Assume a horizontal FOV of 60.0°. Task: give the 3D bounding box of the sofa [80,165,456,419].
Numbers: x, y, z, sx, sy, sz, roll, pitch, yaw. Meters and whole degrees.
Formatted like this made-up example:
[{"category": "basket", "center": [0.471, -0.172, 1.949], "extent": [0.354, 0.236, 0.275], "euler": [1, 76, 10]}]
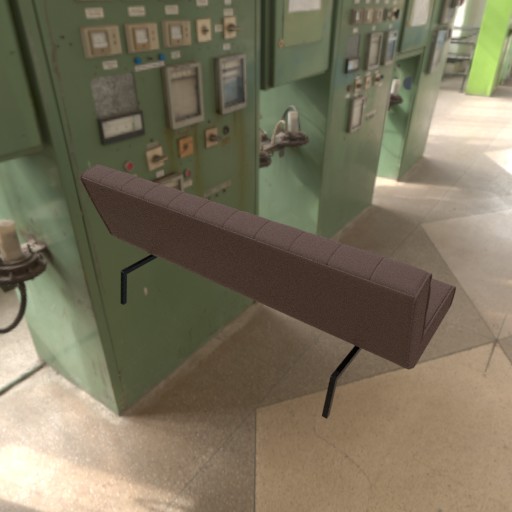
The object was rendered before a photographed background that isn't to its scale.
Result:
[{"category": "sofa", "center": [0.000, 0.000, 2.158], "extent": [1.703, 0.699, 0.747], "euler": [21, 37, 31]}]
